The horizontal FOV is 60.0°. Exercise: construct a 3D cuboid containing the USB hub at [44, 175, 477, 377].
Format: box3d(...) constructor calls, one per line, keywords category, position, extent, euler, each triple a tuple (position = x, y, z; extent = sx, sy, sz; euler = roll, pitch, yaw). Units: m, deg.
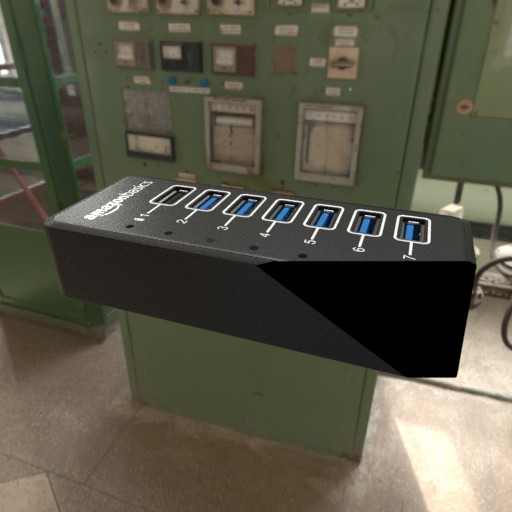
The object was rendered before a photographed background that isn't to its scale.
box3d(category="USB hub", position=(0.000, 0.000, 0.126), extent=(0.110, 0.023, 0.044), euler=(10, 31, 17))
